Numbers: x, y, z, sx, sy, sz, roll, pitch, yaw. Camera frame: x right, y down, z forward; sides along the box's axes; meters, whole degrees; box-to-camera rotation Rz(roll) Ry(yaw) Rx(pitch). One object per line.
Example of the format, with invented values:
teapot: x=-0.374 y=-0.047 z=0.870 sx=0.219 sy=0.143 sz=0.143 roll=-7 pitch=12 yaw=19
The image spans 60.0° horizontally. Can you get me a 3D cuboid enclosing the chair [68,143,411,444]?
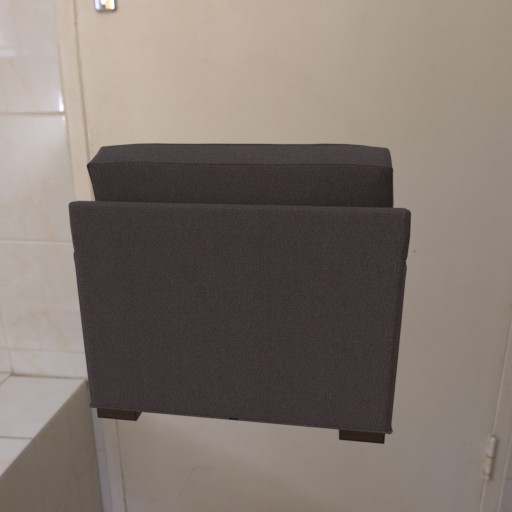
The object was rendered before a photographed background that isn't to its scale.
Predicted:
chair: x=0.000 y=0.000 z=1.815 sx=0.997 sy=0.913 sz=1.043 roll=2 pitch=16 yaw=8
